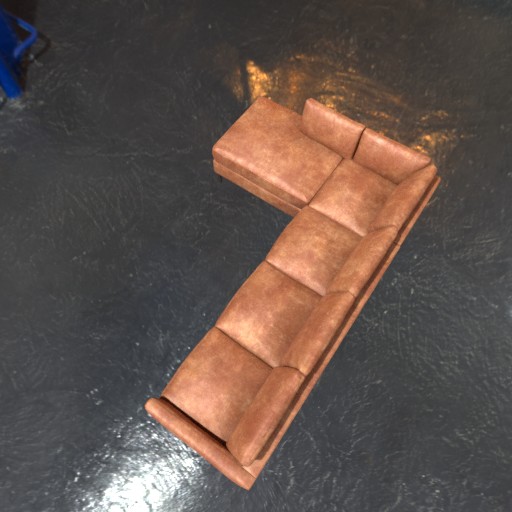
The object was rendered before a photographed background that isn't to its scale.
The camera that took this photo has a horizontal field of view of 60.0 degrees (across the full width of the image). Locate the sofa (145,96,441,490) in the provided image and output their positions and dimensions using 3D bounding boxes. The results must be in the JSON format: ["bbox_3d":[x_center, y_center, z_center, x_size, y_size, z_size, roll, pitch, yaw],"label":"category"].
[{"bbox_3d":[0.000,0.000,3.780,1.938,0.877,2.984,32,69,14],"label":"sofa"}]
